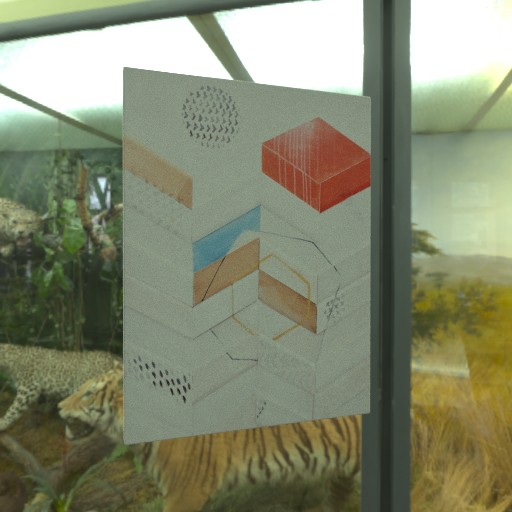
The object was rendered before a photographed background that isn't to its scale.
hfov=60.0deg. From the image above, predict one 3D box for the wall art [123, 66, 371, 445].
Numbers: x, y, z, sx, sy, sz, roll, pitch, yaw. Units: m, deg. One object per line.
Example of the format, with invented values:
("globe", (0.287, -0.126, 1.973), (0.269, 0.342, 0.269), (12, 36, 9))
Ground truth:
("wall art", (0.000, 0.000, 1.322), (0.759, 1.014, 0.045), (0, 1, -18))
